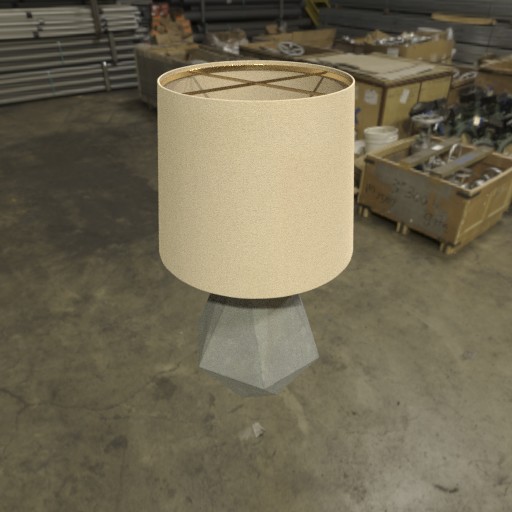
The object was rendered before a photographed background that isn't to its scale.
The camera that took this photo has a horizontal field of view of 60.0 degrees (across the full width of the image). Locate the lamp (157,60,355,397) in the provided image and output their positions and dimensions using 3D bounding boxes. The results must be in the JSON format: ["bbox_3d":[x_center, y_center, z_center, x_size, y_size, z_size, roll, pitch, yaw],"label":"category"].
[{"bbox_3d":[0.000,0.000,0.657,0.276,0.501,0.276,0,33,0],"label":"lamp"}]
